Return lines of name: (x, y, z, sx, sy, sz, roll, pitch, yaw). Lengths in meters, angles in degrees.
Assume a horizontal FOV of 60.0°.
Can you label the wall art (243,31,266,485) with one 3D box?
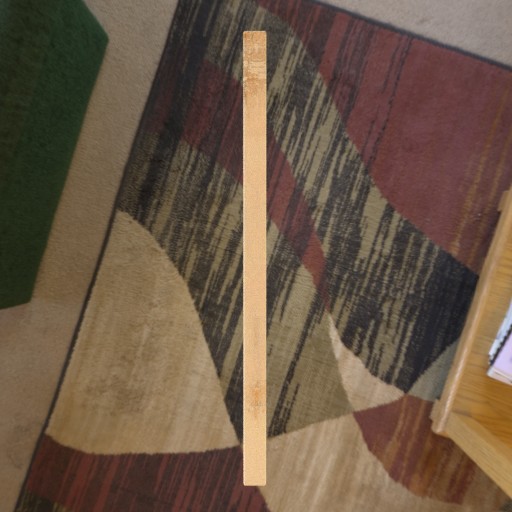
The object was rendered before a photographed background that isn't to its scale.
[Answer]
wall art: (0.000, 0.000, 1.110, 0.038, 0.755, 0.753, 0, 91, 0)
